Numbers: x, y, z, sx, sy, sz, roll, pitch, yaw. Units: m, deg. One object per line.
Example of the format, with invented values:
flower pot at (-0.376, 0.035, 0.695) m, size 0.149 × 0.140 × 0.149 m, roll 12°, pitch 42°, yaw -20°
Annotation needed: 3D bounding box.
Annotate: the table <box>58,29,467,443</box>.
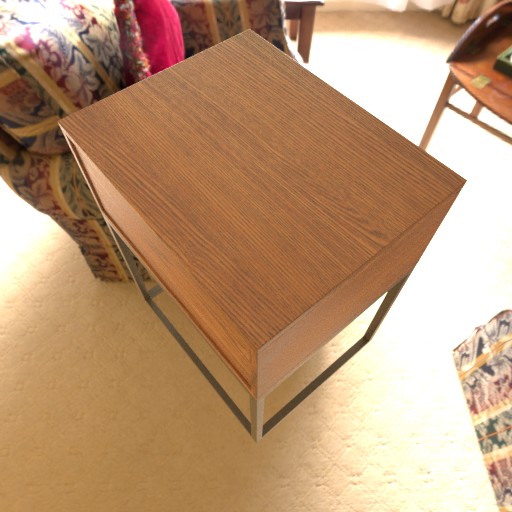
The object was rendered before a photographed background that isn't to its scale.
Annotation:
table at (0.000, 0.000, 0.915) m, size 0.400 × 0.610 × 0.482 m, roll -35°, pitch 64°, yaw -20°
